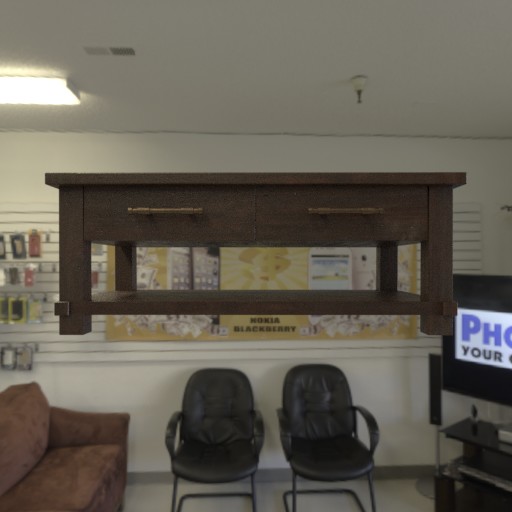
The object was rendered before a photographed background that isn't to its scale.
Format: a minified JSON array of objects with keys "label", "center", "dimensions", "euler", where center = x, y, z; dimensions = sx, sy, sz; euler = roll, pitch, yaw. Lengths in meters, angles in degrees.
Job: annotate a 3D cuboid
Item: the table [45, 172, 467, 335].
[{"label":"table","center":[0.000,0.000,1.661],"dimensions":[1.270,0.494,0.700],"euler":[0,-1,0]}]
